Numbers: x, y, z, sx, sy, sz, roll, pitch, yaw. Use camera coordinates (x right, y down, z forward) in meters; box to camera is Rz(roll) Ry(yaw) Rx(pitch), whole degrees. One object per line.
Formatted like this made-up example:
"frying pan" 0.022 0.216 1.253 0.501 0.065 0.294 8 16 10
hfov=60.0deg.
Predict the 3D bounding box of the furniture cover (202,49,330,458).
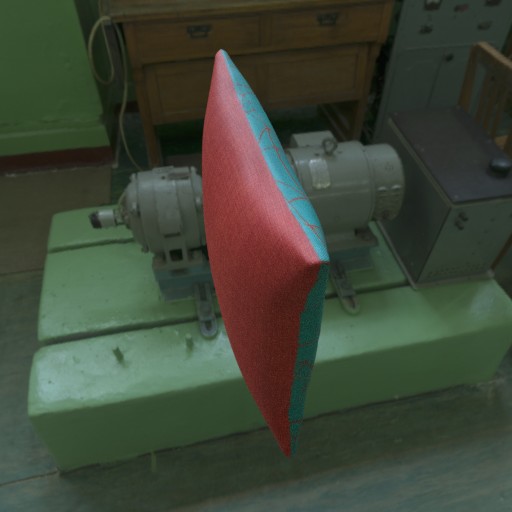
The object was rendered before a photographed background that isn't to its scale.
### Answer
"furniture cover" 0.000 0.000 0.768 0.158 0.508 0.517 -10 47 -9
